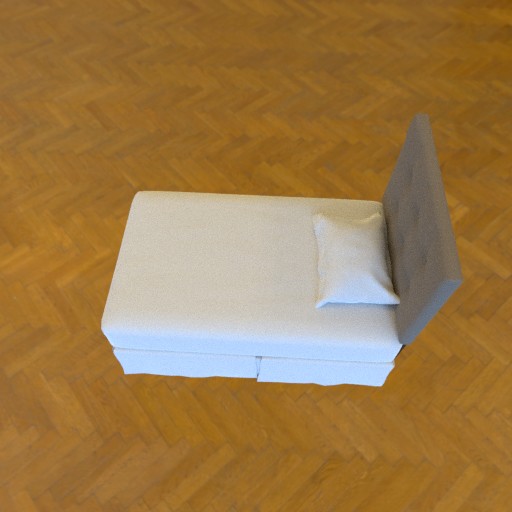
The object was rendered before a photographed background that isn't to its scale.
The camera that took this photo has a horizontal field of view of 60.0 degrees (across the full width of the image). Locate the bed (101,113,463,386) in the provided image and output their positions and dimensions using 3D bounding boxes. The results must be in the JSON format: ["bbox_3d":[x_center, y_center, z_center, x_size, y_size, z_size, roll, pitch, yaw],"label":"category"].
[{"bbox_3d":[0.000,0.000,3.001,1.997,1.571,1.261,3,58,2],"label":"bed"}]
